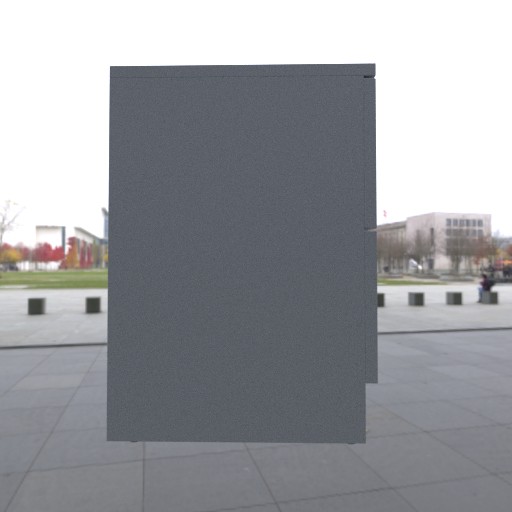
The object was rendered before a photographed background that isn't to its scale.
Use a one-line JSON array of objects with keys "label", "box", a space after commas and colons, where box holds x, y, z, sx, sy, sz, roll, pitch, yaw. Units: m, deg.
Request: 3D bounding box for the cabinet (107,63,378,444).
[{"label": "cabinet", "box": [0.000, 0.000, 0.748, 0.360, 0.470, 0.400, 0, -1, 1]}]
